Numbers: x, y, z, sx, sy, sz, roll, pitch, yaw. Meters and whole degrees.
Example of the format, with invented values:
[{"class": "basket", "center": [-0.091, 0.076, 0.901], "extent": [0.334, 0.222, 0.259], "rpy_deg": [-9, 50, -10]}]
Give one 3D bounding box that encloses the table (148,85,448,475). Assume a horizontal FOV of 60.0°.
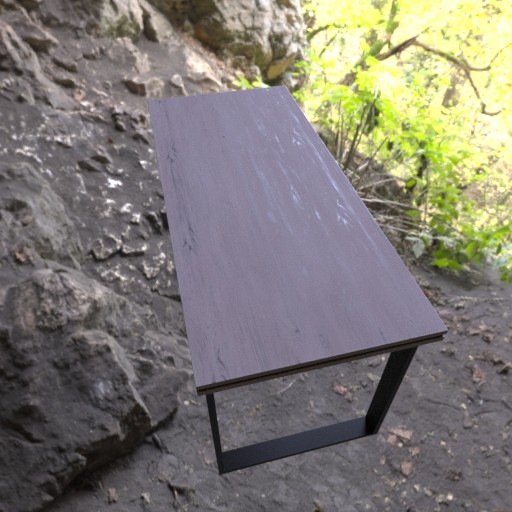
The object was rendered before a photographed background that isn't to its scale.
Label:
[{"class": "table", "center": [0.000, 0.000, 2.241], "extent": [0.795, 0.899, 1.778], "rpy_deg": [-10, 46, -10]}]
